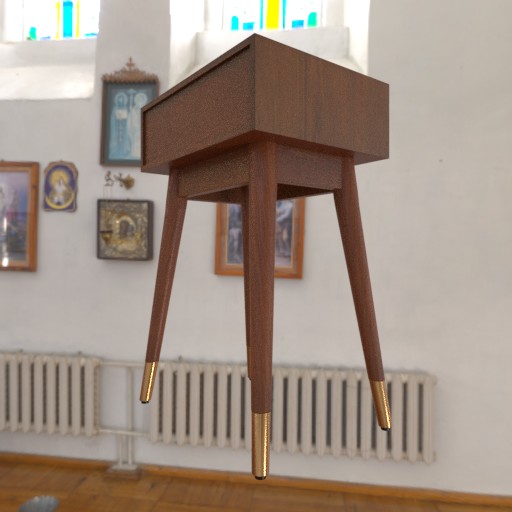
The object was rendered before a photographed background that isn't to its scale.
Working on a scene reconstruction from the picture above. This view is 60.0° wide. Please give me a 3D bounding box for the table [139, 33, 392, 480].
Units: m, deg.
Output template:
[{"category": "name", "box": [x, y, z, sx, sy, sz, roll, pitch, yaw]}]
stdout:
[{"category": "table", "box": [0.000, 0.000, 0.836, 0.300, 0.599, 0.406, 0, 0, -37]}]
